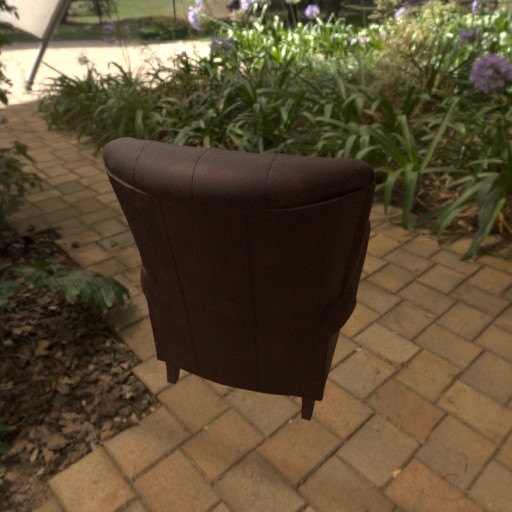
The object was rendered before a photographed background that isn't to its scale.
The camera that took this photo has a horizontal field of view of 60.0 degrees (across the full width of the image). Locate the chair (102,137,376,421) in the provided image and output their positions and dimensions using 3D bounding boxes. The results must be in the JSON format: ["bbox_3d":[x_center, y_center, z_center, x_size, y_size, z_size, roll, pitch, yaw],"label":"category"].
[{"bbox_3d":[0.000,0.000,1.934,0.948,1.158,1.058,10,31,16],"label":"chair"}]
